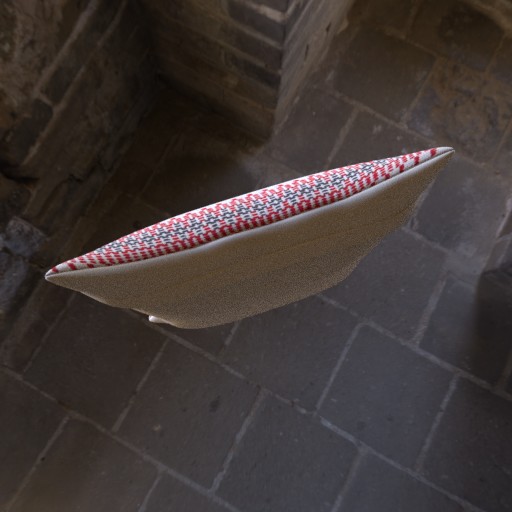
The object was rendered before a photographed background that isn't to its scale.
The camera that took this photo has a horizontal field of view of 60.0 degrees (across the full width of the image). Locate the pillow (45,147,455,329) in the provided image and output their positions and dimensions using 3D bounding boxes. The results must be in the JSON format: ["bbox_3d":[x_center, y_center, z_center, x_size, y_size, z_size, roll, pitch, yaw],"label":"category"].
[{"bbox_3d":[0.000,0.000,0.695,0.463,0.454,0.160,-18,77,-4],"label":"pillow"}]
